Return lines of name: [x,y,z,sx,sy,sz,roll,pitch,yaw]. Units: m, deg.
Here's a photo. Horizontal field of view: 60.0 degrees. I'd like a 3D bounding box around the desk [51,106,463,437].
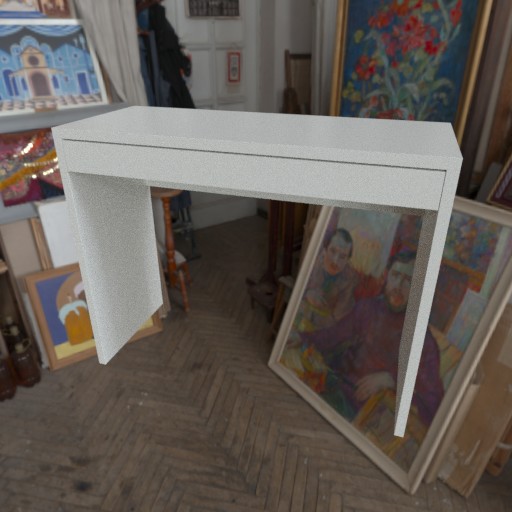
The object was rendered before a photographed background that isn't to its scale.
desk: [0.000,0.000,1.373,1.000,0.790,0.400,8,28,16]
